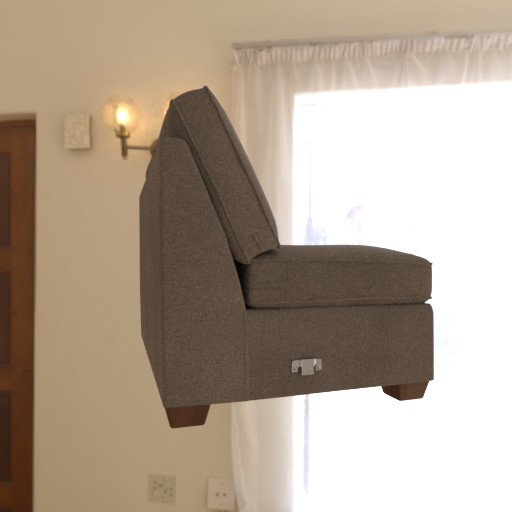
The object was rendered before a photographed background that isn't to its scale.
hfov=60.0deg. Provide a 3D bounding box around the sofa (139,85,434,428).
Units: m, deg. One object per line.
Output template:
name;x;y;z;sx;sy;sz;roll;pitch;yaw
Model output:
sofa;0.000;0.000;1.974;0.951;1.008;1.237;0;0;-17
